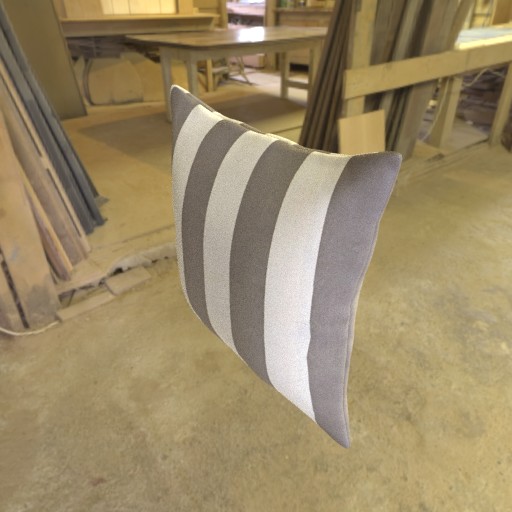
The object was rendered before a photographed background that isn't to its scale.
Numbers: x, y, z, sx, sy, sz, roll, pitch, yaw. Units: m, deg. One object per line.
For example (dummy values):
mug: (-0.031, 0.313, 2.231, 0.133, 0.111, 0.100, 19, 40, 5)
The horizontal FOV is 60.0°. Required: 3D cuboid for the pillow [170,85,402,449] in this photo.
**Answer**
pillow: (0.000, 0.000, 0.783, 0.192, 0.507, 0.522, -21, 37, -31)
